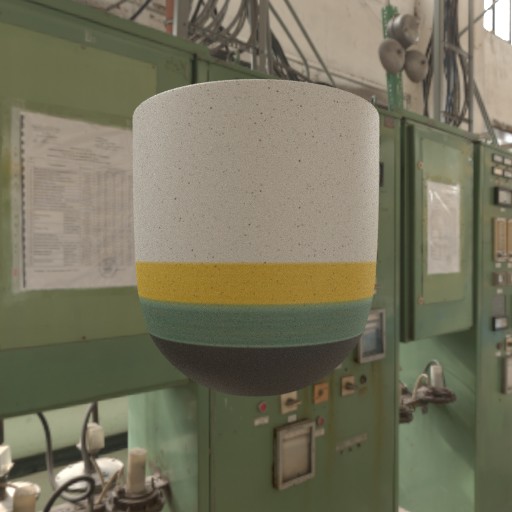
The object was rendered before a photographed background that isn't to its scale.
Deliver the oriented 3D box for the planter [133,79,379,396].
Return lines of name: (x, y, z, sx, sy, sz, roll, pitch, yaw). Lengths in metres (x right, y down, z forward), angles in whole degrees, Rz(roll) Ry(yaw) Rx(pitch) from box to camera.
planter: (0.000, 0.000, 0.364, 0.195, 0.214, 0.195, 0, 0, 0)
